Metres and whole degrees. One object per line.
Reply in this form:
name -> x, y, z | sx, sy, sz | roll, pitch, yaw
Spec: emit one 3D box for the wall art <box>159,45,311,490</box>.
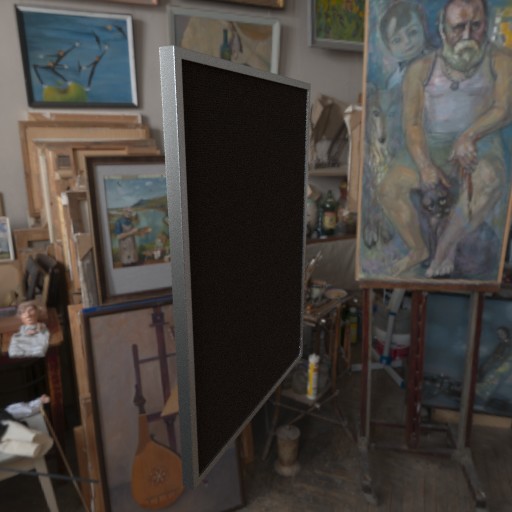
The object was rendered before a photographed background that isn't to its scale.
wall art -> 0.000, 0.000, 1.363 | 0.037, 1.062, 0.801 | 8, 17, 25
